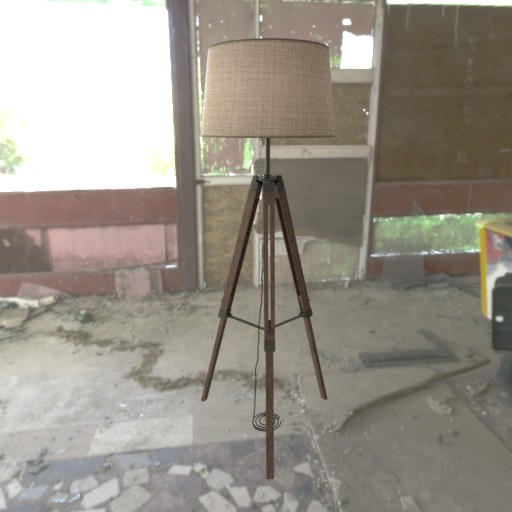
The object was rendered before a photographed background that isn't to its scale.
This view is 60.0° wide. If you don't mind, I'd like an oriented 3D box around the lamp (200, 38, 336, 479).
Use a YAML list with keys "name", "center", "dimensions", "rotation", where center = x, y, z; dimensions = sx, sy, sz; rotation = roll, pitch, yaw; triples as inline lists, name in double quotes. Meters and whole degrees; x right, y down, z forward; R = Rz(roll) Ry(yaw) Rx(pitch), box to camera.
- name: "lamp"
  center: [0.000, 0.000, 1.778]
  dimensions: [0.587, 1.510, 0.604]
  rotation: [8, 18, 26]
